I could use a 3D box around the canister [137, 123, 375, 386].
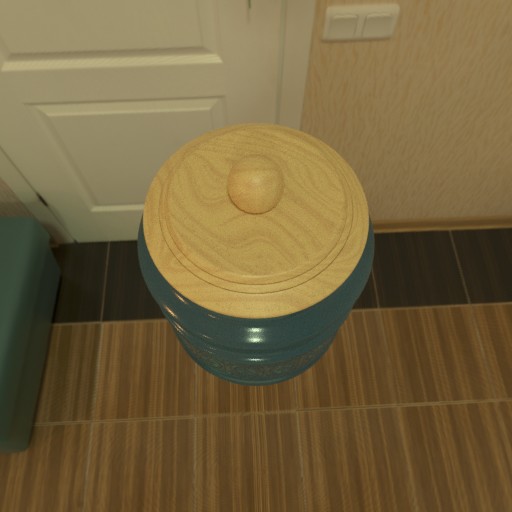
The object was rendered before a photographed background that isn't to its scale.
[{"bbox_3d":[0.000,0.000,0.270,0.130,0.176,0.130,0,64,0],"label":"canister"}]
